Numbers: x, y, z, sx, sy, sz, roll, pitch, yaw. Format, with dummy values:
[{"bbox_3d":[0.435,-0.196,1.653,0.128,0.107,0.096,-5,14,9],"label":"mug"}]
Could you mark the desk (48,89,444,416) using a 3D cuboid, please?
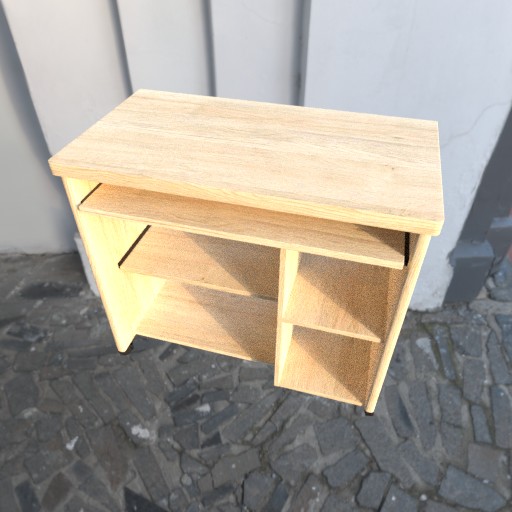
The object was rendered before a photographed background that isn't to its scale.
[{"bbox_3d":[0.000,0.000,1.365,0.885,0.770,0.480,10,42,12],"label":"desk"}]
